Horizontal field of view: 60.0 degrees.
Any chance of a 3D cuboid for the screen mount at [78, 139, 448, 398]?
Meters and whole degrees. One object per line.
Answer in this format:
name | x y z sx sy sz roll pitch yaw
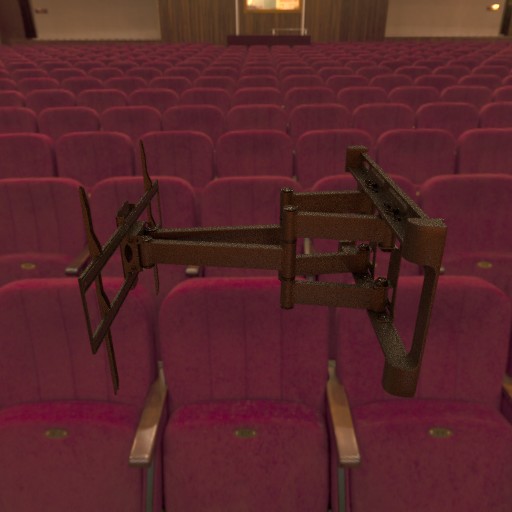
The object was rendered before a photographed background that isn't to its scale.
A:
screen mount | 0.000 0.000 1.109 0.644 0.491 0.661 0 25 0
